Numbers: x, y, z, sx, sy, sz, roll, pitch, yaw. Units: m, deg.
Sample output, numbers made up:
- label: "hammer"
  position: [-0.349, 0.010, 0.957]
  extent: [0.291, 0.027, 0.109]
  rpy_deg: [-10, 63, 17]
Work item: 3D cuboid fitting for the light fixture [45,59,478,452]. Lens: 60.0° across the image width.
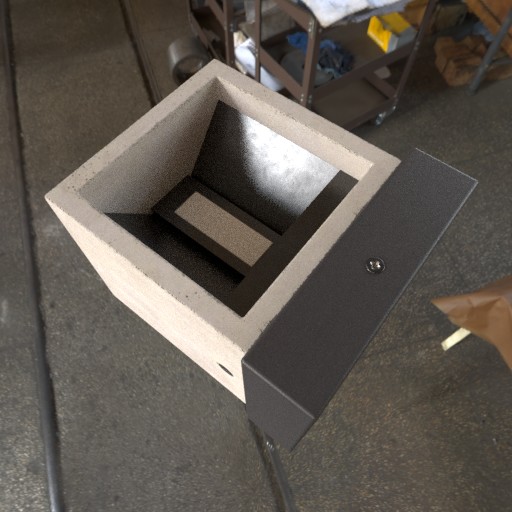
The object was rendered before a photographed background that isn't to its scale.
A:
- label: "light fixture"
  position: [0.000, 0.000, 0.235]
  extent: [0.143, 0.121, 0.121]
  rpy_deg: [35, 67, 17]
